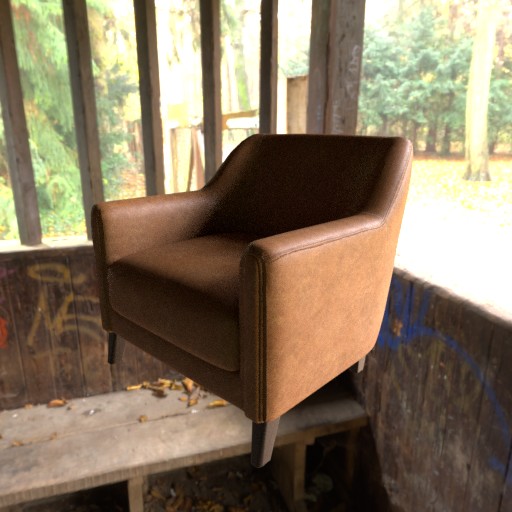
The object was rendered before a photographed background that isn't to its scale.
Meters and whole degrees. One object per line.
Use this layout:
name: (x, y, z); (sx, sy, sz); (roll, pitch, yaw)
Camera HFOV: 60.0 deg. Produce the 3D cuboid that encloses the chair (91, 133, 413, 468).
chair: (0.000, 0.000, 1.873); (1.037, 0.980, 1.034); (15, 23, 41)
